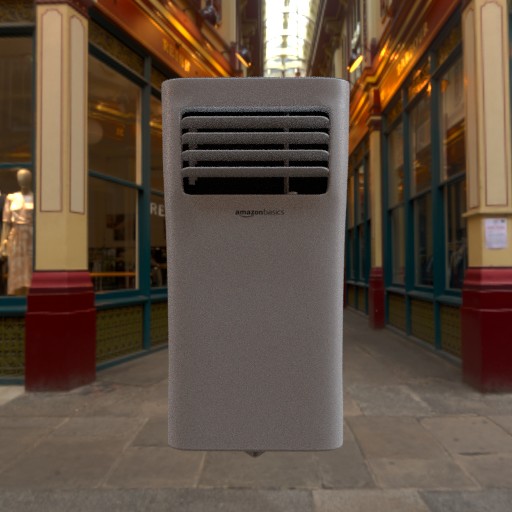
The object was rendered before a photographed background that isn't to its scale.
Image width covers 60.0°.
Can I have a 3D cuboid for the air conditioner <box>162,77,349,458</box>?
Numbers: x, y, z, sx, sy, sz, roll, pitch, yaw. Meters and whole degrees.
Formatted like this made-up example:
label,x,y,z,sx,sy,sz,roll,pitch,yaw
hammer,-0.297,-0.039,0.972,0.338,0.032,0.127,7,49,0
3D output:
label,x,y,z,sx,sy,sz,roll,pitch,yaw
air conditioner,0.000,0.000,0.941,0.352,0.716,0.369,0,-1,1
